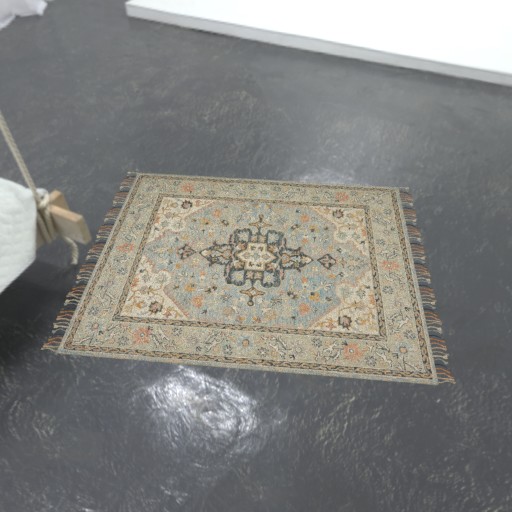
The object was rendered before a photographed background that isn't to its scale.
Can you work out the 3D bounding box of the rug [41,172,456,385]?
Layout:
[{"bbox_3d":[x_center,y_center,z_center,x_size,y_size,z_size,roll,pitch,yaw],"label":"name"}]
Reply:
[{"bbox_3d":[0.000,0.000,4.212,3.221,0.011,2.379,4,47,4],"label":"rug"}]
